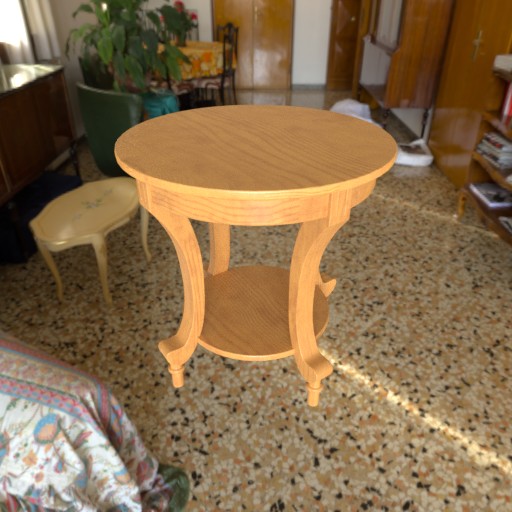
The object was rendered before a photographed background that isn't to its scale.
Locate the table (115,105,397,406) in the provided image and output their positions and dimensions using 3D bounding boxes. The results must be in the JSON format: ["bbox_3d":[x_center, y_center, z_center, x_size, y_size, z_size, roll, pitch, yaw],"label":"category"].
[{"bbox_3d":[0.000,0.000,1.127,0.597,0.612,0.597,0,32,0],"label":"table"}]
